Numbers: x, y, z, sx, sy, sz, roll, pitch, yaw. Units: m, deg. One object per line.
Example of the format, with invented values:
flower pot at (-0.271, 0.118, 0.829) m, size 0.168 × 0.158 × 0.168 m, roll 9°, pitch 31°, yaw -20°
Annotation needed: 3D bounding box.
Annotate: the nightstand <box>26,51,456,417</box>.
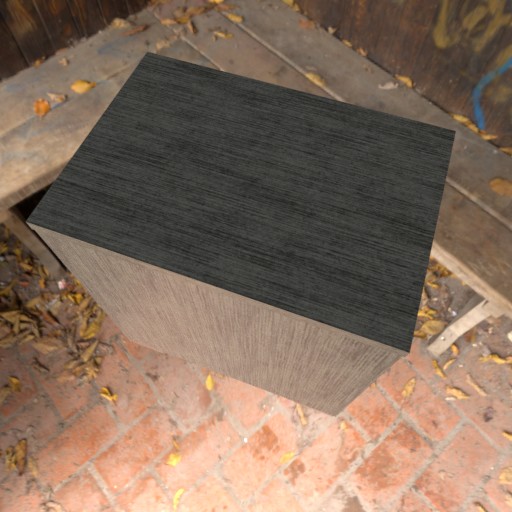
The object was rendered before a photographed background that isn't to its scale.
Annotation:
nightstand at (0.000, 0.000, 0.746) m, size 0.441 × 0.460 × 0.325 m, roll 18°, pitch 64°, yaw 9°
